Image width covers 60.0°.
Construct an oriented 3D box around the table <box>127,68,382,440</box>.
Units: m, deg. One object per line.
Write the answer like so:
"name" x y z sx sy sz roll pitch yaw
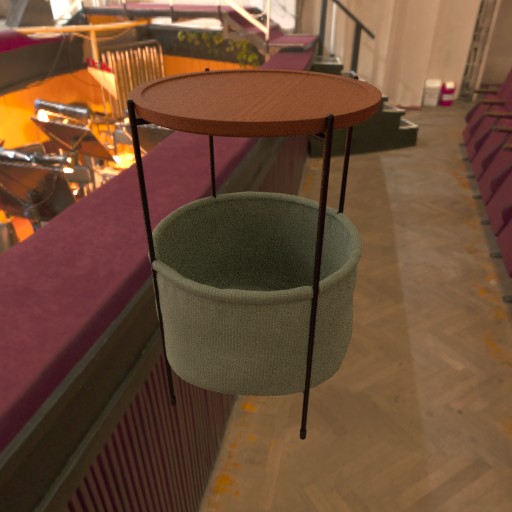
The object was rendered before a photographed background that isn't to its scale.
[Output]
"table" 0.000 0.000 0.856 0.400 0.623 0.400 9 33 15
